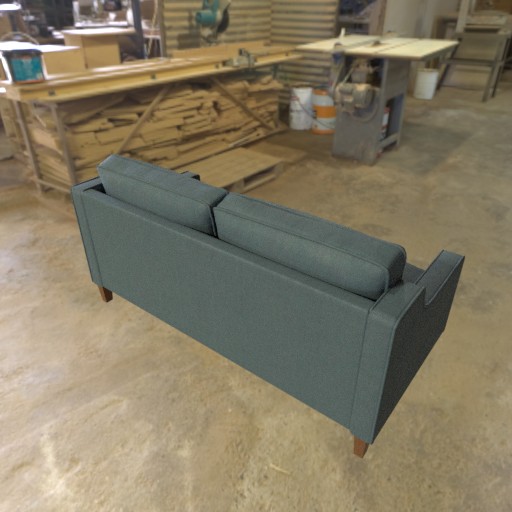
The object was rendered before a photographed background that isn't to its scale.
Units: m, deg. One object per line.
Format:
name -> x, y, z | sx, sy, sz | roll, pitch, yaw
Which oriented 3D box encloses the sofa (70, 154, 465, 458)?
sofa -> 0.000, 0.000, 2.777 | 2.178, 1.071, 1.066 | 22, 37, 32
